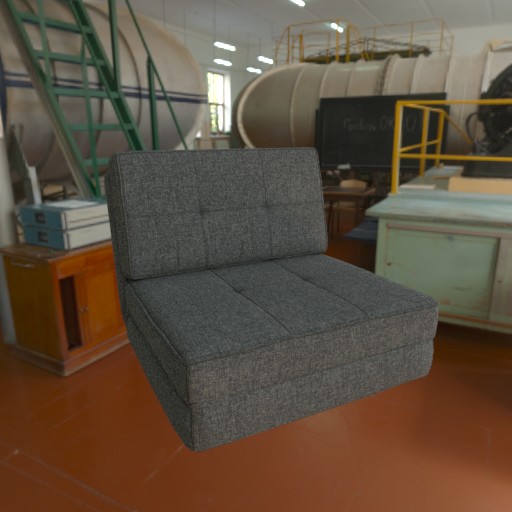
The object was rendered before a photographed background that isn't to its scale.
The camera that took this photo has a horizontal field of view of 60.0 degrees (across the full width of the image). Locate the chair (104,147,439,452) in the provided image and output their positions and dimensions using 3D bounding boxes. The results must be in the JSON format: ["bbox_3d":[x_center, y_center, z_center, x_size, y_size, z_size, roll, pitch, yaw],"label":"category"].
[{"bbox_3d":[0.000,0.000,1.341,0.740,0.615,0.800,-8,18,-26],"label":"chair"}]
